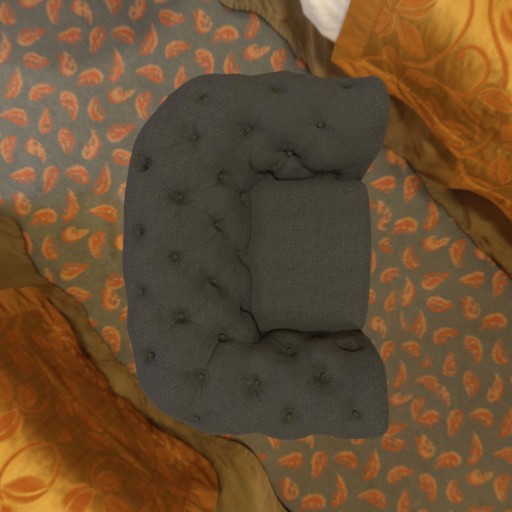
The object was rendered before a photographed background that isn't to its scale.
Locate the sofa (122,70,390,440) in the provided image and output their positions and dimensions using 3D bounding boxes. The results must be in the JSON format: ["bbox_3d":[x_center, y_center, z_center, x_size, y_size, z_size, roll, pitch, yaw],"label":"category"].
[{"bbox_3d":[0.000,0.000,2.007,1.032,0.878,1.405,0,90,0],"label":"sofa"}]
